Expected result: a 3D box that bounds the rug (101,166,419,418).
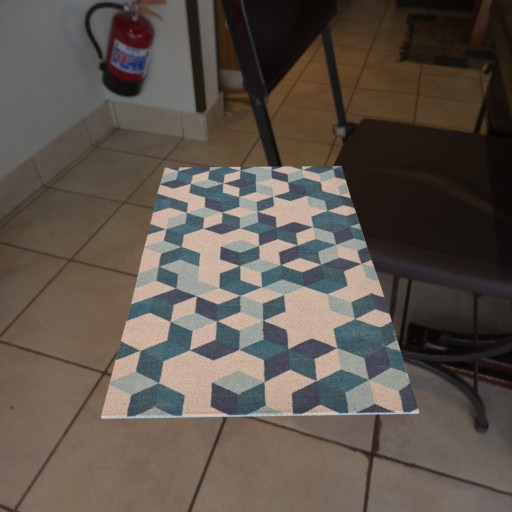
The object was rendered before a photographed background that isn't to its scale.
[{"bbox_3d":[0.000,0.000,2.376,1.235,0.014,1.829,-1,42,-1],"label":"rug"}]
